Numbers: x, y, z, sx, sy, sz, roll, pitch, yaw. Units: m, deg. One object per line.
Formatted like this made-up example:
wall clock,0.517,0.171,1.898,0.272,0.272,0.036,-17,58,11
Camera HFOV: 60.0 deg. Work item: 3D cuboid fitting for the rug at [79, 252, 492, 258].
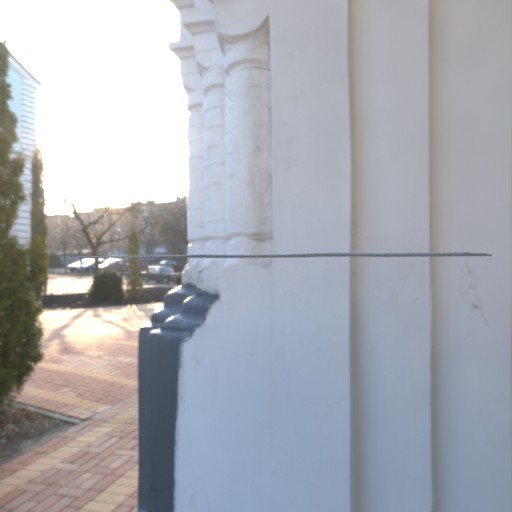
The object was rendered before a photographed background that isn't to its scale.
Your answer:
rug,0.000,0.000,2.671,2.439,0.013,0.762,-1,-1,35
